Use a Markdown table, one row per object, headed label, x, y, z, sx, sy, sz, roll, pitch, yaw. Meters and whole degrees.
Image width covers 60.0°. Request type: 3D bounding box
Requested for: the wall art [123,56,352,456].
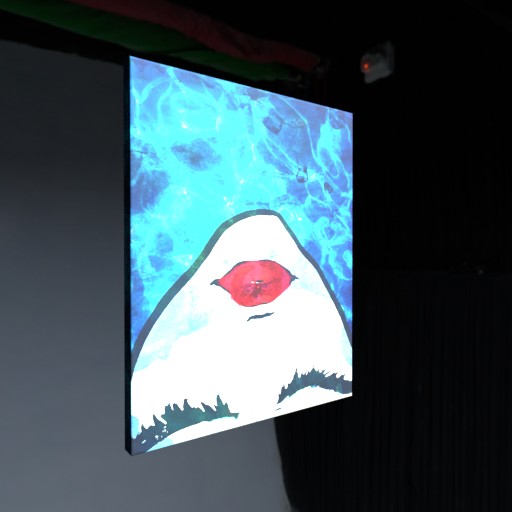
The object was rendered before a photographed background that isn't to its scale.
| label | x | y | z | sx | sy | sz | roll | pitch | yaw |
| --- | --- | --- | --- | --- | --- | --- | --- | --- | --- |
| wall art | 0.000 | 0.000 | 1.032 | 0.609 | 0.760 | 0.038 | -1 | 1 | -35 |
